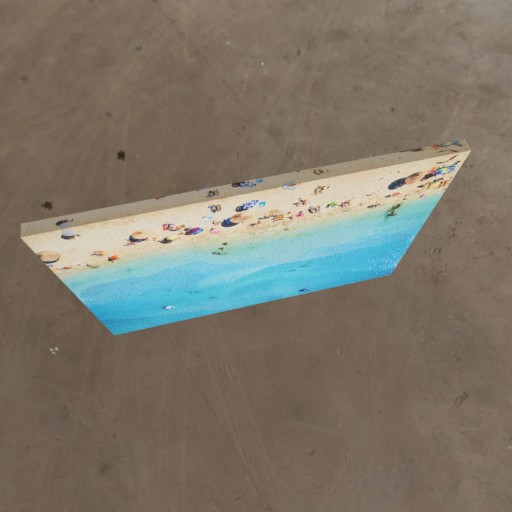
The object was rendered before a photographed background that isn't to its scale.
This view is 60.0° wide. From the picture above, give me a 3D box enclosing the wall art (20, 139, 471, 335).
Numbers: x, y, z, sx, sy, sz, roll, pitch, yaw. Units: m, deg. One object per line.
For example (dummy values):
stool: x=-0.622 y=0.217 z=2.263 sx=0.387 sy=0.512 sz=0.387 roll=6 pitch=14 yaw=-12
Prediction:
wall art: x=0.000 y=0.000 z=1.438 sx=1.136 sy=0.769 sz=0.040 roll=-12 pitch=64 yaw=-6
